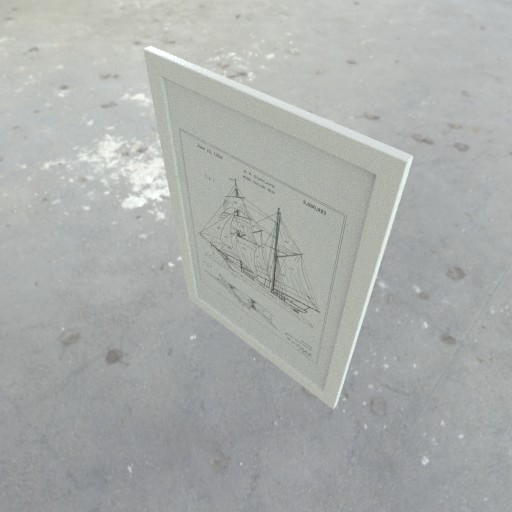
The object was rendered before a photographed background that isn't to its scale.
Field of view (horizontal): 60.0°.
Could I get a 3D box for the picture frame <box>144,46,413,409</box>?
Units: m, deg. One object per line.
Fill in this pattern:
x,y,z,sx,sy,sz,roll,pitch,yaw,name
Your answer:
0.000,0.000,0.690,0.381,0.534,0.012,33,55,27,picture frame
